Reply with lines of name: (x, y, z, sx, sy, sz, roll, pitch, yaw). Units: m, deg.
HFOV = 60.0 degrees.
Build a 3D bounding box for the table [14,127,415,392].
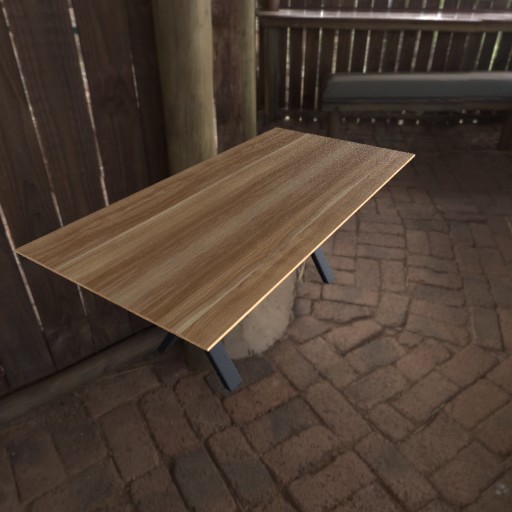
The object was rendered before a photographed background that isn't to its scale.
table: (0.000, 0.000, 2.454, 1.000, 0.770, 2.000, 20, 38, 28)
